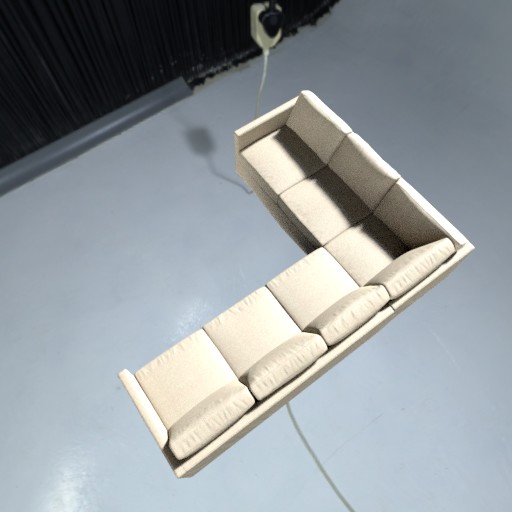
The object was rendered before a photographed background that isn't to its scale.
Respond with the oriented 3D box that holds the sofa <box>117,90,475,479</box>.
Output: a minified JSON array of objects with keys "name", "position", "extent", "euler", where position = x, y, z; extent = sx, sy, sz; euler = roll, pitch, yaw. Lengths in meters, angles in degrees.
[{"name":"sofa","position":[0.000,0.000,4.245],"extent":[3.182,0.871,2.432],"euler":[-33,68,-15]}]
